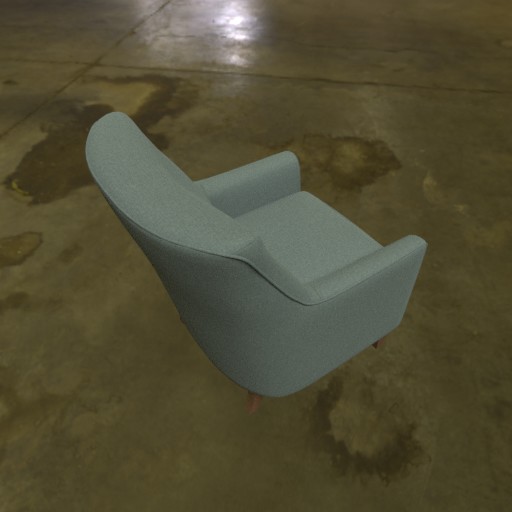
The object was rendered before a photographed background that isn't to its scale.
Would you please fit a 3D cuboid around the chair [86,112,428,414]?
[{"bbox_3d":[0.000,0.000,1.531,0.879,0.916,0.756,-25,48,-25],"label":"chair"}]
